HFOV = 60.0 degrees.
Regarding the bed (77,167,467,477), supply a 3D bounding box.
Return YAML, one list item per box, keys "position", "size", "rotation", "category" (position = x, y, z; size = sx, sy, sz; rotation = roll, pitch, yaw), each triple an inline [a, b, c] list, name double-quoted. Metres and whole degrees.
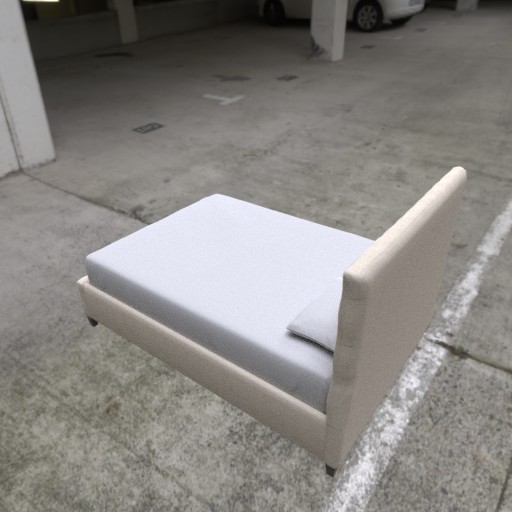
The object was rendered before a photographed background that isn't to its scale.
- position: [0.000, 0.000, 3.398]
  size: [2.387, 1.427, 1.698]
  rotation: [21, 37, 31]
  category: "bed"
